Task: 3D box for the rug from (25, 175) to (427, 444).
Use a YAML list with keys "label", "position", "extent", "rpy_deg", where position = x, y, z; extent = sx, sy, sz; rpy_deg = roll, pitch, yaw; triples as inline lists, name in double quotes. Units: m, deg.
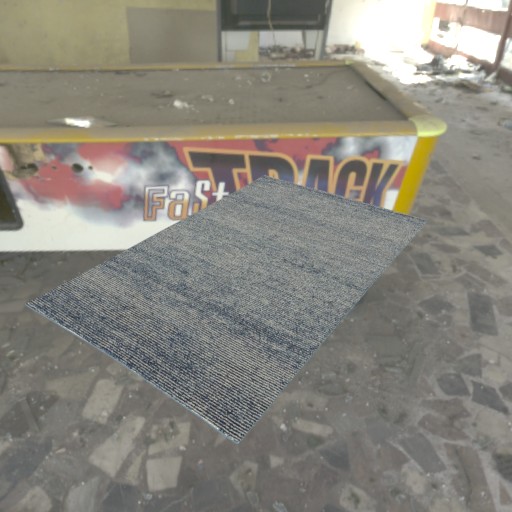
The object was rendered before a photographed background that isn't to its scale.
- label: "rug"
  position: [0.000, 0.000, 2.211]
  extent: [1.145, 0.021, 1.777]
  rpy_deg: [21, 38, 30]
